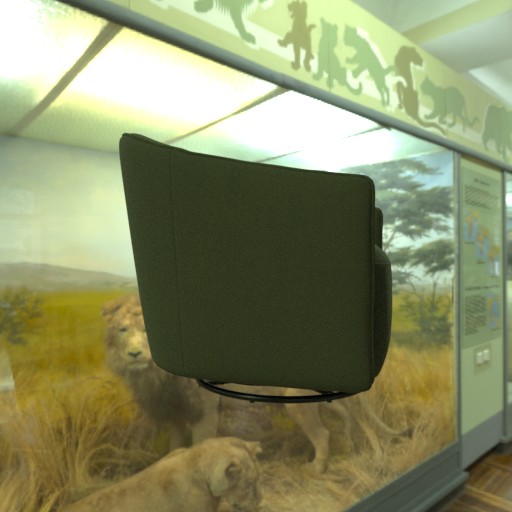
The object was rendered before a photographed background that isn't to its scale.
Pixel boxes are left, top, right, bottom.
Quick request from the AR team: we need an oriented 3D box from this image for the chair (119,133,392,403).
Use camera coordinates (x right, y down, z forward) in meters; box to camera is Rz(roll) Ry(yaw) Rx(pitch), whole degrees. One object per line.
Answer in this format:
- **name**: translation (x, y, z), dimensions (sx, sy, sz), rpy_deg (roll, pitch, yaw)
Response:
- **chair**: translation (0.000, 0.000, 1.492), dimensions (0.875, 0.799, 0.747), rpy_deg (0, 0, 17)
